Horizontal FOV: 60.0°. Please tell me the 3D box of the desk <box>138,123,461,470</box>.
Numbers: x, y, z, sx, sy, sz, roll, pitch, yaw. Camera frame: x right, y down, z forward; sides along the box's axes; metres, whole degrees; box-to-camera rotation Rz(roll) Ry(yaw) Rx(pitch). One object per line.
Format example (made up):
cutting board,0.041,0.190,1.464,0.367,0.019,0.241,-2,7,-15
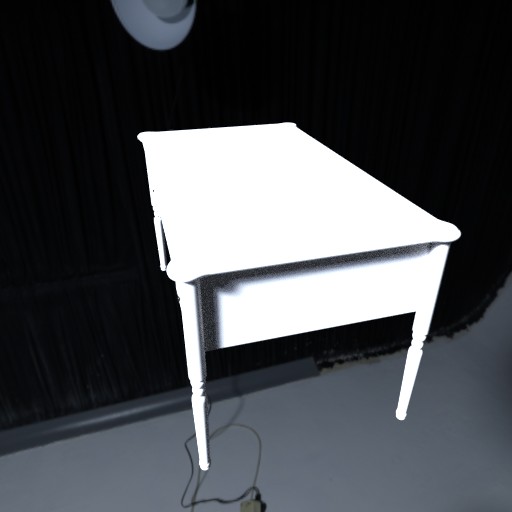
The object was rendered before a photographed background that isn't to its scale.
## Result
desk,0.000,0.000,1.862,0.807,0.762,1.380,-8,30,-14
